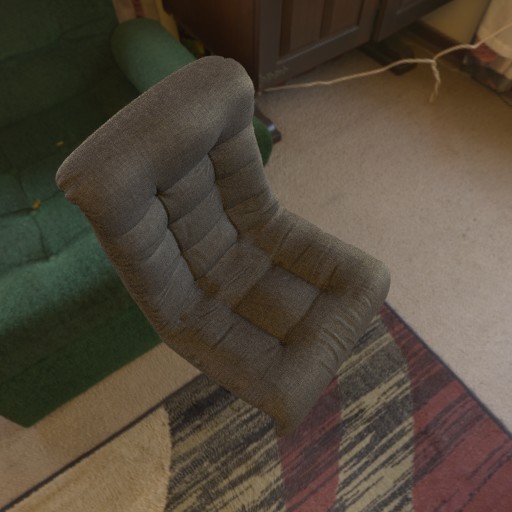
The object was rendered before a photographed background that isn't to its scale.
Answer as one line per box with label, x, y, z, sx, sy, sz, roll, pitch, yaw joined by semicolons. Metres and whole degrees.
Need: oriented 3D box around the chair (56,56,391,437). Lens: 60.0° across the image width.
chair;0.000;0.000;1.199;0.668;0.749;0.597;32;62;19
